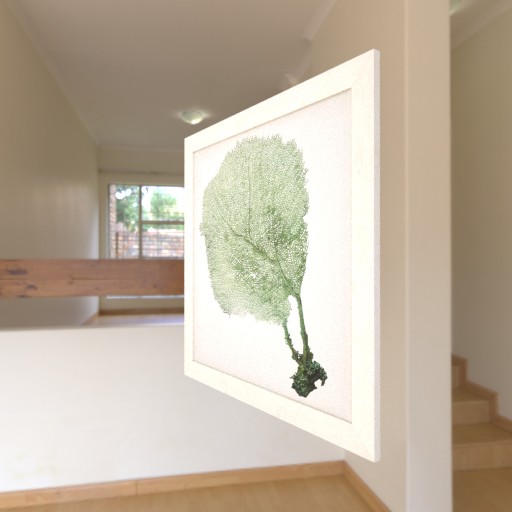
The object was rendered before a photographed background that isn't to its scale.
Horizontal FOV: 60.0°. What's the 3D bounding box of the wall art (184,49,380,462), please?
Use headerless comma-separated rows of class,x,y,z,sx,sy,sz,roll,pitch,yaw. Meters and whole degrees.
wall art,0.000,0.000,0.868,0.013,0.584,0.584,0,0,-36
